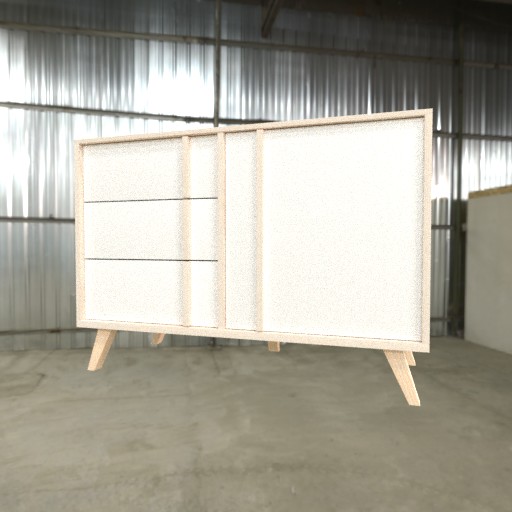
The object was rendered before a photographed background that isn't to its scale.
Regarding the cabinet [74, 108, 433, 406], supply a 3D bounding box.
[{"bbox_3d":[0.000,0.000,1.552,1.110,0.780,0.500,1,2,18],"label":"cabinet"}]
